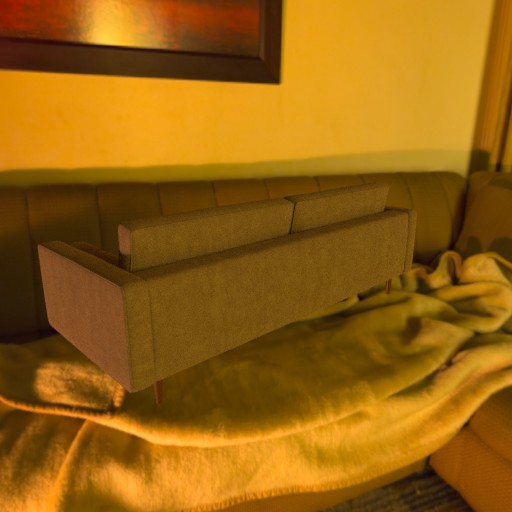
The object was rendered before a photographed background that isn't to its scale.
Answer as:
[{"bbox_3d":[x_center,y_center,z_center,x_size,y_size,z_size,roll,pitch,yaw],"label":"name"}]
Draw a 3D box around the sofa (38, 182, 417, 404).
[{"bbox_3d":[0.000,0.000,2.664,2.200,0.770,0.919,-15,22,-41],"label":"sofa"}]
